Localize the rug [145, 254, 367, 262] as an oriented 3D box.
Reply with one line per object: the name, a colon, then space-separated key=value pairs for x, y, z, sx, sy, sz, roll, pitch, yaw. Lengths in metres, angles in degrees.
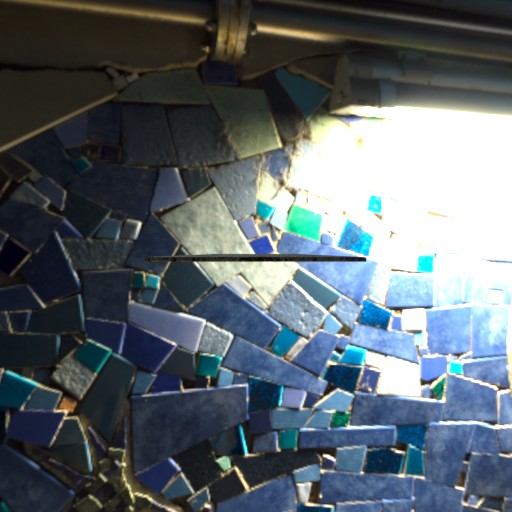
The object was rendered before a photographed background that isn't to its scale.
rug: x=0.000 y=0.000 z=2.501 sx=0.688 sy=0.015 sz=2.292 roll=0 pitch=1 yaw=0
